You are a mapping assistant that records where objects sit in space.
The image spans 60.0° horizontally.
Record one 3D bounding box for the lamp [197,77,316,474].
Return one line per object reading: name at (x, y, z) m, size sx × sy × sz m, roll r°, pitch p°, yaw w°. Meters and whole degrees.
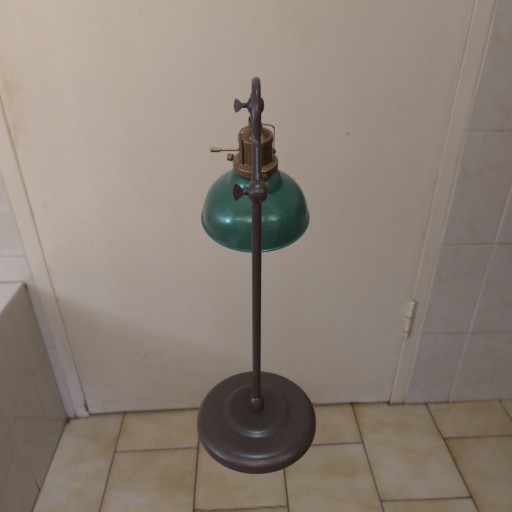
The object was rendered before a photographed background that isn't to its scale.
lamp at (0.000, 0.000, 0.672) m, size 0.192 × 0.508 × 0.374 m, roll 0°, pitch 30°, yaw -1°
